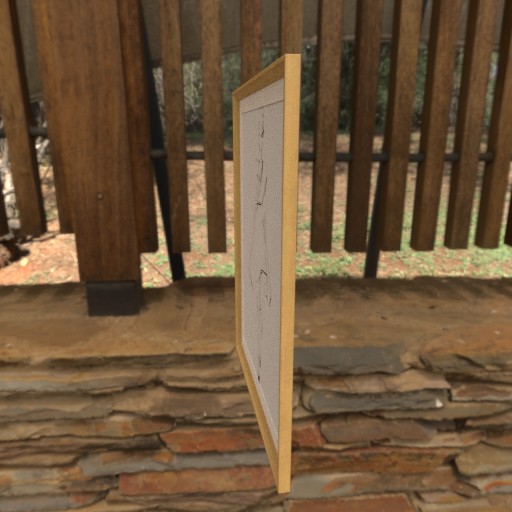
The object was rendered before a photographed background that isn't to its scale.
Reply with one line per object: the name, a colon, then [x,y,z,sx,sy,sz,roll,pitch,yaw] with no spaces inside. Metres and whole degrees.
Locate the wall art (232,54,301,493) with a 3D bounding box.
wall art: [0.000,0.000,1.345,0.030,1.002,0.798,-3,15,-10]
